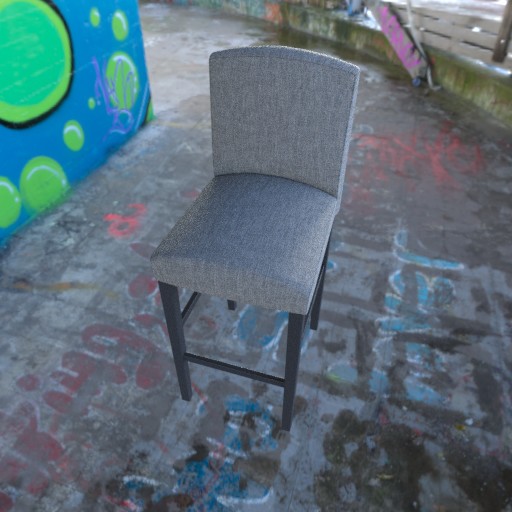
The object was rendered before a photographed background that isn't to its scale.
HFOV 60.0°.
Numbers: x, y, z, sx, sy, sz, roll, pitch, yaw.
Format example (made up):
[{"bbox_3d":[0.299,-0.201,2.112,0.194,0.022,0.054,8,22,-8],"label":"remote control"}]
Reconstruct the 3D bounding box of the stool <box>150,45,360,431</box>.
[{"bbox_3d":[0.000,0.000,1.436,0.451,1.138,0.552,12,42,13],"label":"stool"}]
